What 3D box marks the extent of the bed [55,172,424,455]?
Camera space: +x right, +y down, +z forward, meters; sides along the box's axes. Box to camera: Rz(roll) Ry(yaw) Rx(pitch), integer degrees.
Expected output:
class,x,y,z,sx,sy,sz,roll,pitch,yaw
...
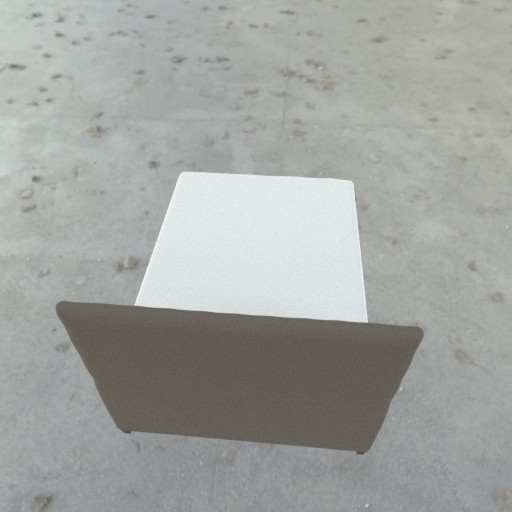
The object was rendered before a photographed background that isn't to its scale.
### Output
class,x,y,z,sx,sy,sz,roll,pitch,yaw
bed,0.000,0.000,3.247,1.696,1.426,2.233,4,46,4
